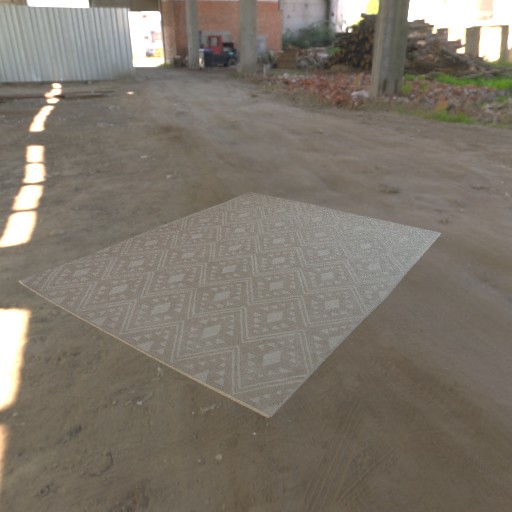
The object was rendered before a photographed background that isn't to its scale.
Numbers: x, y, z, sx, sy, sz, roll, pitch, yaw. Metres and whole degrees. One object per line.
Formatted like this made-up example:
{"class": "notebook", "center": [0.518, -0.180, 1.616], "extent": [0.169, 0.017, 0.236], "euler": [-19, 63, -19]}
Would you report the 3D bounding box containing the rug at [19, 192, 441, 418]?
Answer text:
{"class": "rug", "center": [0.000, 0.000, 3.928], "extent": [2.399, 0.054, 3.011], "euler": [17, 30, 32]}
